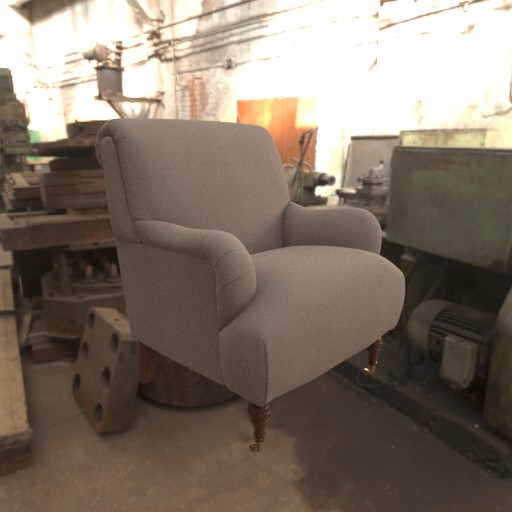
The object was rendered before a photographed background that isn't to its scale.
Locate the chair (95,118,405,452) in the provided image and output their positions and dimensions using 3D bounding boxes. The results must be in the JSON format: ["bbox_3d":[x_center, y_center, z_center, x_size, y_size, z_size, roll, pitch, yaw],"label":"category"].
[{"bbox_3d":[0.000,0.000,1.562,0.842,0.942,0.766,13,19,43],"label":"chair"}]
